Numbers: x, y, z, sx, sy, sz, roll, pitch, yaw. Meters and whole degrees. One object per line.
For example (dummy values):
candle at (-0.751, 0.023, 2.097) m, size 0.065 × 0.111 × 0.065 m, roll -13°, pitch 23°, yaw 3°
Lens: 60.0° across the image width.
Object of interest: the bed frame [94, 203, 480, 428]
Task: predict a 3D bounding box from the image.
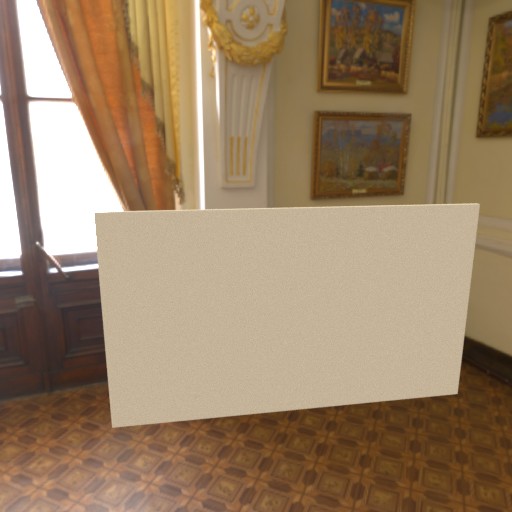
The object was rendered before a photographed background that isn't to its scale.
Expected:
bed frame at (0.000, 0.000, 2.569) m, size 1.400 × 0.800 × 1.900 m, roll -2°, pitch 14°, yaw -9°
